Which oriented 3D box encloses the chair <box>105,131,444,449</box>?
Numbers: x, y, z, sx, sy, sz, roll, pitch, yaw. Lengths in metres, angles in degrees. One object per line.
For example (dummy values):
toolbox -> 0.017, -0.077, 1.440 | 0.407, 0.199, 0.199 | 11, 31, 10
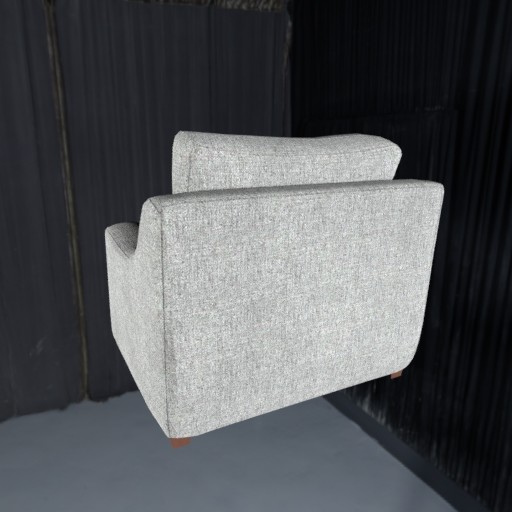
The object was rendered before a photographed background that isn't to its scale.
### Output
chair -> 0.000, 0.000, 1.935 | 1.138, 1.037, 1.009 | -8, 17, -27
